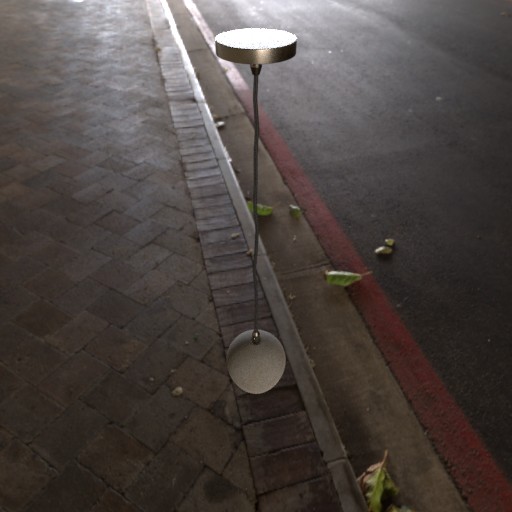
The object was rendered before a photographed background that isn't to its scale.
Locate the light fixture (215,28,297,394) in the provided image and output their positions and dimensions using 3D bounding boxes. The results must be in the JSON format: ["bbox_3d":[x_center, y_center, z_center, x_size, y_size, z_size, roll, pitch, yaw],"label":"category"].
[{"bbox_3d":[0.000,0.000,0.842,0.139,0.764,0.139,12,41,15],"label":"light fixture"}]
